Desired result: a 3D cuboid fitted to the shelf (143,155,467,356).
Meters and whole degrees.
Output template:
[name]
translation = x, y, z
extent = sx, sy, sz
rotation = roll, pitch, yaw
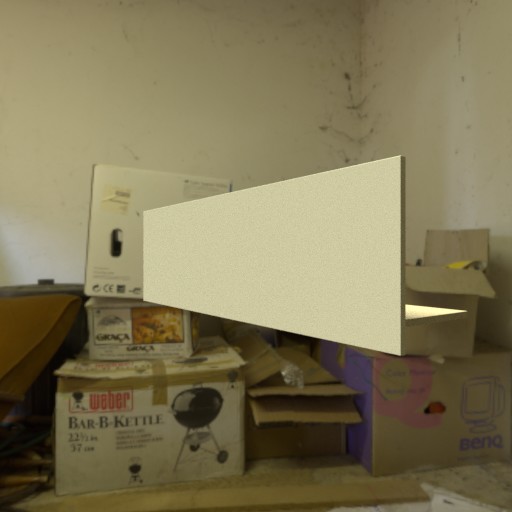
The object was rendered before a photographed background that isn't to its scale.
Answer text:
[shelf]
translation = 0.000, 0.000, 1.135
extent = 0.200, 0.300, 1.020
rotation = 0, 0, -36
